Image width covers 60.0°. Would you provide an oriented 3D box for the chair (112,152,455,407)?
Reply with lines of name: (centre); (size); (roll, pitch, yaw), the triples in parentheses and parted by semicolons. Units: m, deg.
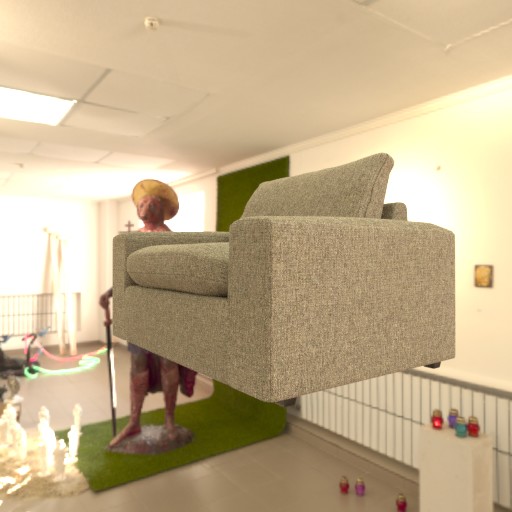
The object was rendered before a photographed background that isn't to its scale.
chair: (0.000, 0.000, 2.097); (1.039, 0.915, 1.398); (0, 0, -36)
